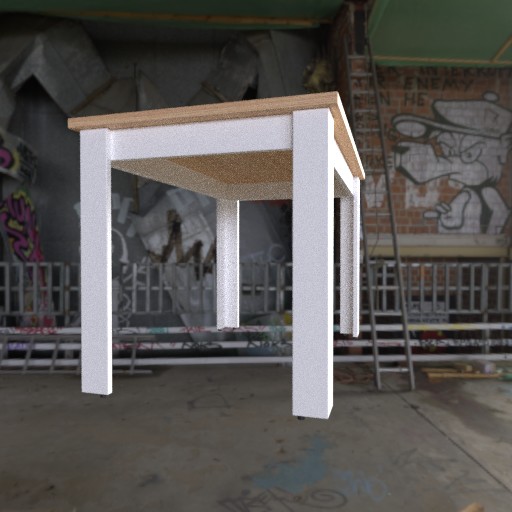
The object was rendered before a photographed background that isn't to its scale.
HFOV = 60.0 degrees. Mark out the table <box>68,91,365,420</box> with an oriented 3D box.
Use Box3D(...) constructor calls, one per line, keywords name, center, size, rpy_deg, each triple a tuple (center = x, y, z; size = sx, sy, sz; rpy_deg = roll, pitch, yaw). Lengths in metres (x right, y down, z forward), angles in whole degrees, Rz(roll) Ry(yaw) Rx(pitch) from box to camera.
Box3D(name="table", center=(0.000, 0.000, 1.592), size=(0.700, 0.734, 1.100), rpy_deg=(0, 1, 17))
